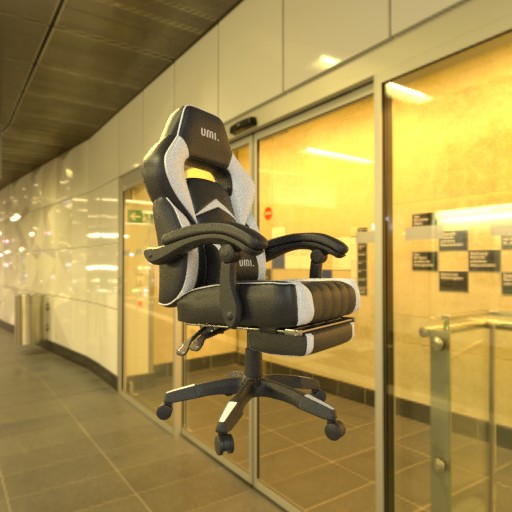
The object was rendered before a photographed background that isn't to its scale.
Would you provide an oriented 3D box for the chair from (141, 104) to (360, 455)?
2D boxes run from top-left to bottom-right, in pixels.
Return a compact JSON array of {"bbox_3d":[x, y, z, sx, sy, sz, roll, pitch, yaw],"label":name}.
[{"bbox_3d":[0.000,0.000,1.650,0.700,1.200,0.676,-1,-1,36],"label":"chair"}]
